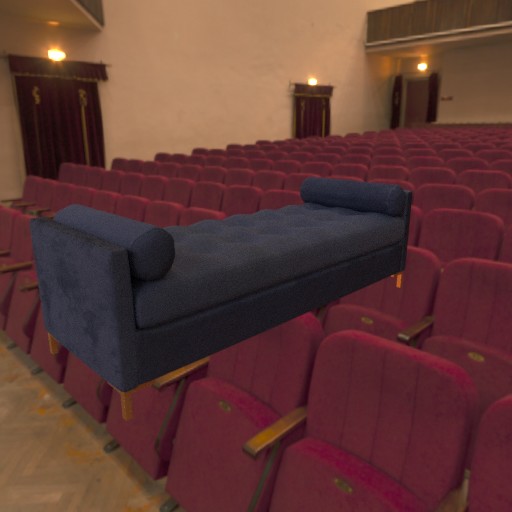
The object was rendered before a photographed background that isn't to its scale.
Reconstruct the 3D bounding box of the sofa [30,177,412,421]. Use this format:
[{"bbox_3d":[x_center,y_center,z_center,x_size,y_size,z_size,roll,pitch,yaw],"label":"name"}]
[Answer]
[{"bbox_3d":[0.000,0.000,2.477,2.102,0.705,0.796,-15,22,-42],"label":"sofa"}]
